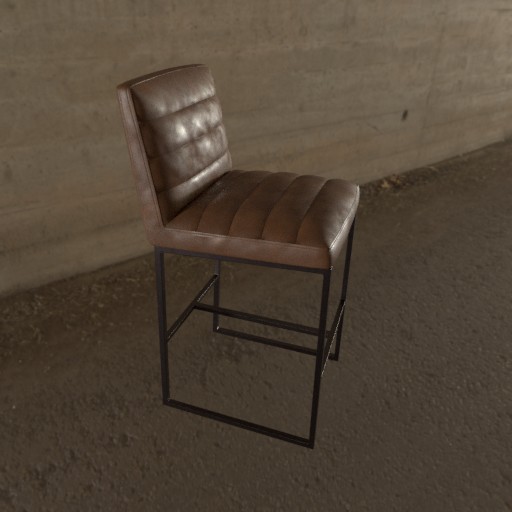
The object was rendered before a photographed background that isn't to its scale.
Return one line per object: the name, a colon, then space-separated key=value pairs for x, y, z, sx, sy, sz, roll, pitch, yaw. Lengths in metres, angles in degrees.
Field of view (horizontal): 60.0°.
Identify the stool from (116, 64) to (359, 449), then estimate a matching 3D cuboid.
stool: x=0.000 y=0.000 z=1.387 sx=0.562 sy=1.065 sz=0.463 roll=10 pitch=31 yaw=17
